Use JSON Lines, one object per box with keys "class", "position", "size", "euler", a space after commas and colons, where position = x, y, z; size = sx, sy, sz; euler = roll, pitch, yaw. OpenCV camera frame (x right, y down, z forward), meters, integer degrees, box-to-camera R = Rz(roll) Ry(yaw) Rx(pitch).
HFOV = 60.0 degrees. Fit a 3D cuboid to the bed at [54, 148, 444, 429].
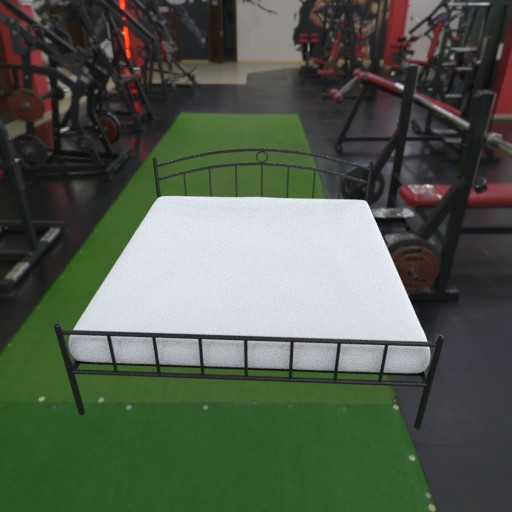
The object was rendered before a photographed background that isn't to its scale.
{"class": "bed", "position": [0.000, 0.000, 3.079], "size": [1.880, 0.940, 2.040], "euler": [1, 30, 3]}
